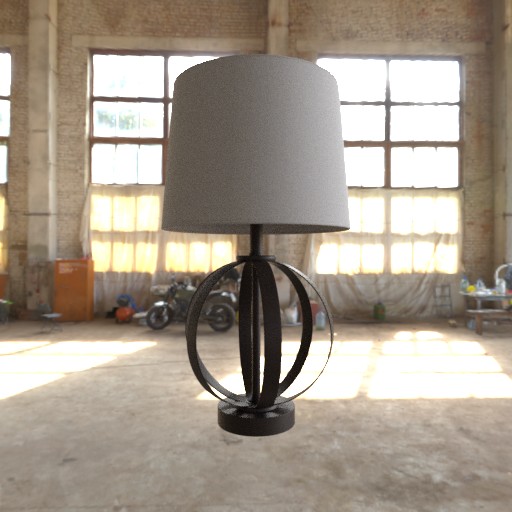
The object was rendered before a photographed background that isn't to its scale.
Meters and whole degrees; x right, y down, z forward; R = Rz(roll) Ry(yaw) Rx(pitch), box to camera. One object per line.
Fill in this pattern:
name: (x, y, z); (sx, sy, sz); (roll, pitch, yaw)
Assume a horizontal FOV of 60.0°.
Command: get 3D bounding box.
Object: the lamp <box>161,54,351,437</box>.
lamp: (0.000, 0.000, 0.685); (0.286, 0.510, 0.286); (0, 0, 0)
